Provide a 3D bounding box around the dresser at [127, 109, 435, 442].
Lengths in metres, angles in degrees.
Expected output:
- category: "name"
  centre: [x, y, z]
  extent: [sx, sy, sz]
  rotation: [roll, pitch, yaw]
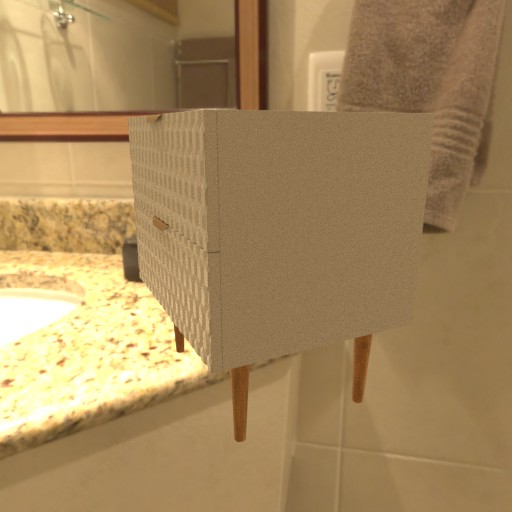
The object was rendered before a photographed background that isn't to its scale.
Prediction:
- category: "dresser"
  centre: [0.000, 0.000, 0.941]
  extent: [0.414, 0.568, 0.503]
  rotation: [-8, 18, -25]
